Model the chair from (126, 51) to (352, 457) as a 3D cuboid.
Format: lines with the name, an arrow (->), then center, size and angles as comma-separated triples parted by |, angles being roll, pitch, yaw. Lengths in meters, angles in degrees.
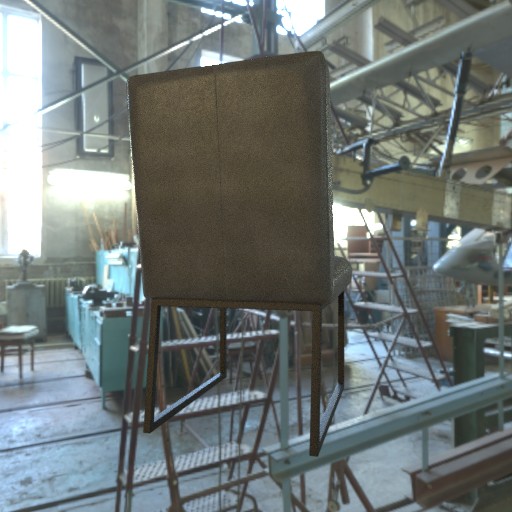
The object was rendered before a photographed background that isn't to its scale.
chair -> 0.000, 0.000, 1.339 | 0.520, 0.930, 0.634 | 0, 0, 17
